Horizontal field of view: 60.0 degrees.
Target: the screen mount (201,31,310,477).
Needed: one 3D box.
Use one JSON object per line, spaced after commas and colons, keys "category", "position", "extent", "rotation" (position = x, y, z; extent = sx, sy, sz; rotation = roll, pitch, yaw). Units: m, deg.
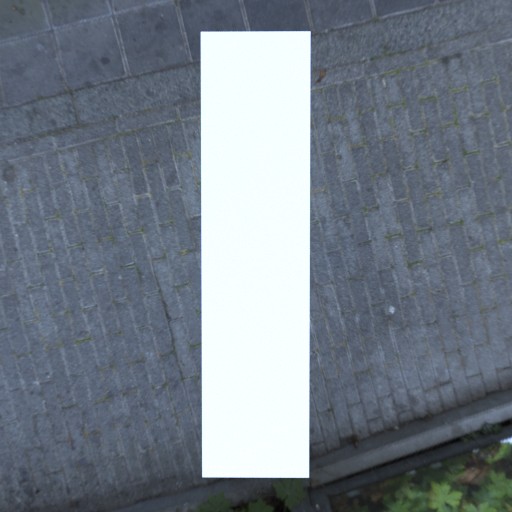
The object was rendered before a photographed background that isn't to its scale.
{"category": "screen mount", "position": [0.000, 0.000, 1.850], "extent": [0.399, 0.432, 1.644], "rotation": [0, 92, 0]}
